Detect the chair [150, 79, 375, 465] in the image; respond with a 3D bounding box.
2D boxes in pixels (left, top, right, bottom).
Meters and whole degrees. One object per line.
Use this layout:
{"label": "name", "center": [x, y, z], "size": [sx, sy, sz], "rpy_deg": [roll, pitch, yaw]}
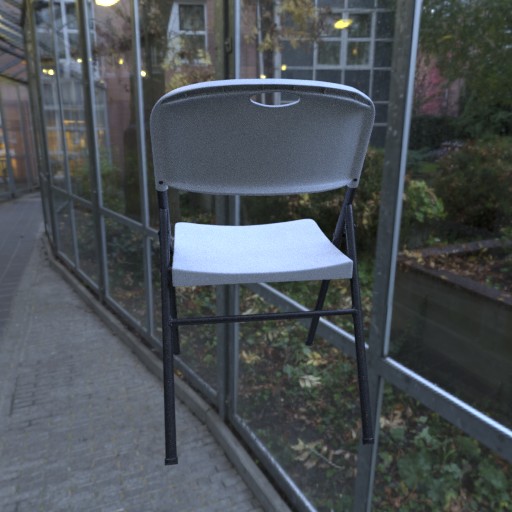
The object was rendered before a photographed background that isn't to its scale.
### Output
{"label": "chair", "center": [0.000, 0.000, 1.172], "size": [0.494, 0.810, 0.566], "rpy_deg": [-2, 15, -8]}
